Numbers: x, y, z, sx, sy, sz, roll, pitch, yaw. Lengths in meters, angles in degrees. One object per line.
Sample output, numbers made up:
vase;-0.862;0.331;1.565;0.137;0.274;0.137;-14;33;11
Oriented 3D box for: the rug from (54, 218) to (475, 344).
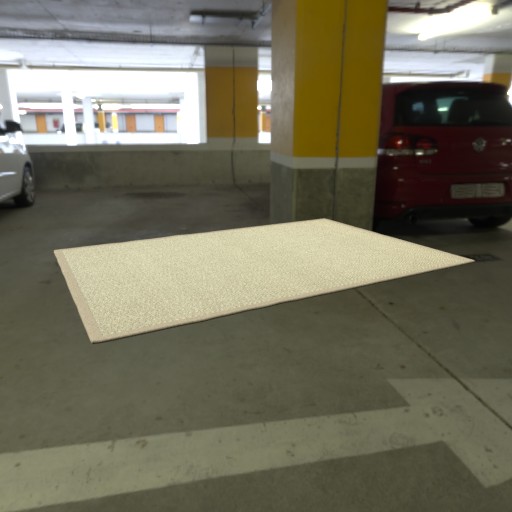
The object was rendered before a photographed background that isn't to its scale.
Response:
rug;0.000;0.000;2.887;2.290;0.021;1.540;-9;18;-28
